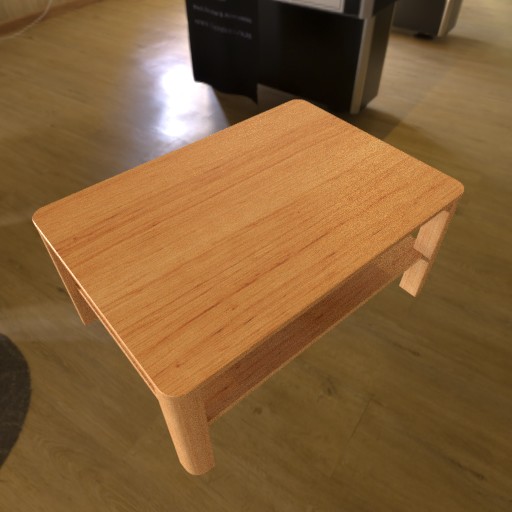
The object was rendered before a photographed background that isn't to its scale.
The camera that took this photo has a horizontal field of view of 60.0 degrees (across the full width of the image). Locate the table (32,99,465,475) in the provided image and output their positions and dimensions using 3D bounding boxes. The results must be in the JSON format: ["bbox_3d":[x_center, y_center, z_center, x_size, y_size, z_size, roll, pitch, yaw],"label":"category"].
[{"bbox_3d":[0.000,0.000,1.371,0.997,0.445,0.696,-31,54,-26],"label":"table"}]
